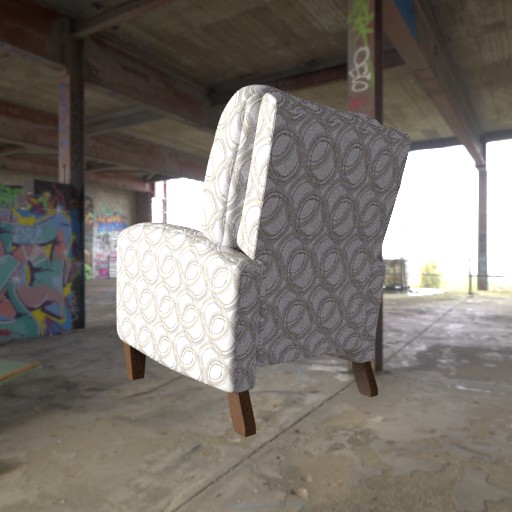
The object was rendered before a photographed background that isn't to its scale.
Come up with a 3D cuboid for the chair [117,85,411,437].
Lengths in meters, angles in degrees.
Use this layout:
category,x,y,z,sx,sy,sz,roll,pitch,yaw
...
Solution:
category,x,y,z,sx,sy,sz,roll,pitch,yaw
chair,0.000,0.000,1.781,0.796,1.065,0.995,-1,1,-38
